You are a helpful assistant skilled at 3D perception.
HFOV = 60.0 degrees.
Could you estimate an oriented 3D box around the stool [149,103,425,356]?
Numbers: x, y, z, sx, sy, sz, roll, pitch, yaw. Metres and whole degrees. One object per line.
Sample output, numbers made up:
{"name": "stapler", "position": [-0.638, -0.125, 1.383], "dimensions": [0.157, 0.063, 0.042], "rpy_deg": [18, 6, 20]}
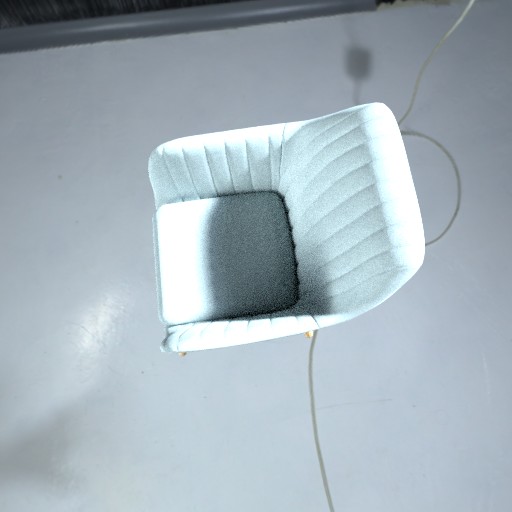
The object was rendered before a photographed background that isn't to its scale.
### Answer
{"name": "stool", "position": [0.000, 0.000, 1.204], "dimensions": [0.590, 0.830, 0.503], "rpy_deg": [-7, 74, -2]}
